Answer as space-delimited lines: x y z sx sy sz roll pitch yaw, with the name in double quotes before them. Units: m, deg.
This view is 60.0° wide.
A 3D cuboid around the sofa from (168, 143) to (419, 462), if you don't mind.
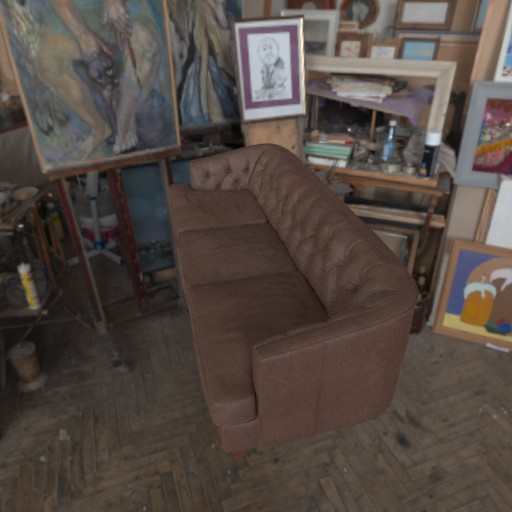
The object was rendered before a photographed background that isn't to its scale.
"sofa" 0.000 0.000 2.669 0.927 0.787 2.227 -7 32 -12
